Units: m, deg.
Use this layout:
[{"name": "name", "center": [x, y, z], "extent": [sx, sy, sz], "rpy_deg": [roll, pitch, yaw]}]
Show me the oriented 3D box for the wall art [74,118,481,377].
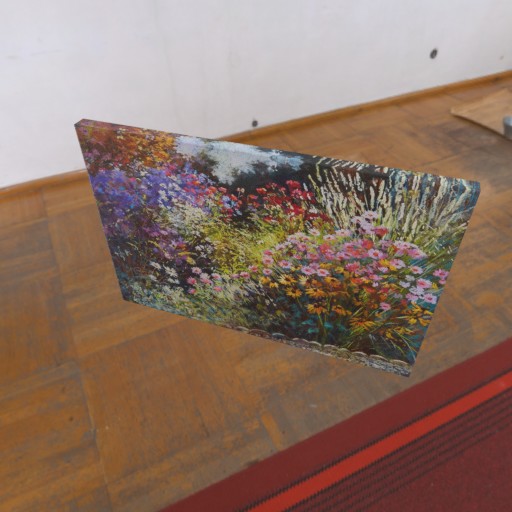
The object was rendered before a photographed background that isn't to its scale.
[{"name": "wall art", "center": [0.000, 0.000, 1.157], "extent": [0.908, 0.604, 0.037], "rpy_deg": [13, 42, 14]}]
